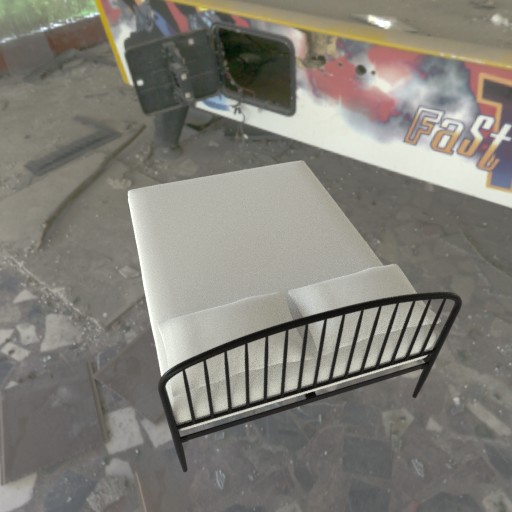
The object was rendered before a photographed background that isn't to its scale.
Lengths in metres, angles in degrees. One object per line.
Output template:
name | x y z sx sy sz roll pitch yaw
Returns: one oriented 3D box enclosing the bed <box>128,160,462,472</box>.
bed | 0.000 0.000 3.164 1.618 1.166 2.159 -12 44 -13
